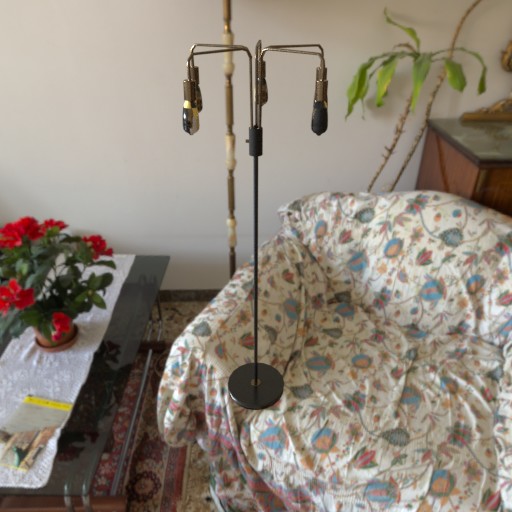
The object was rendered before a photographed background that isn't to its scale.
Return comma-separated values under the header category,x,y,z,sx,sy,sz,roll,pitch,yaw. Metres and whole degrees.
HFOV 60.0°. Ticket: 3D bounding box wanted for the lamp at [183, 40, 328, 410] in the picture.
category,x,y,z,sx,sy,sz,roll,pitch,yaw
lamp,0.000,0.000,2.001,0.599,1.721,0.572,-21,37,-31
